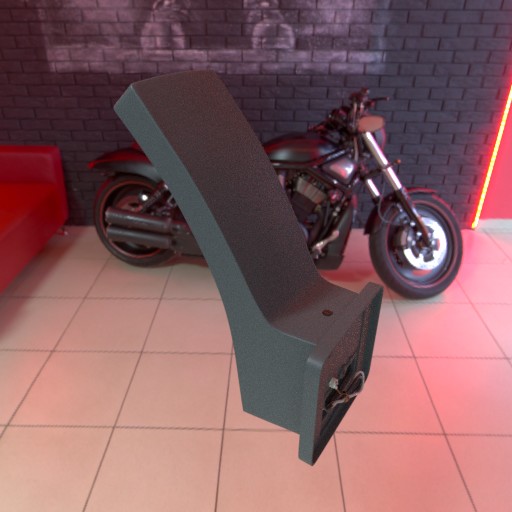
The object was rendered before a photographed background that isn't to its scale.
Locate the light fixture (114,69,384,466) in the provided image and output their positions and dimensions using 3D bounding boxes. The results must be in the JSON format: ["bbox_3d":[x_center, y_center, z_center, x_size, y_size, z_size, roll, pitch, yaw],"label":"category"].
[{"bbox_3d":[0.000,0.000,0.328,0.174,0.243,0.108,19,35,29],"label":"light fixture"}]
